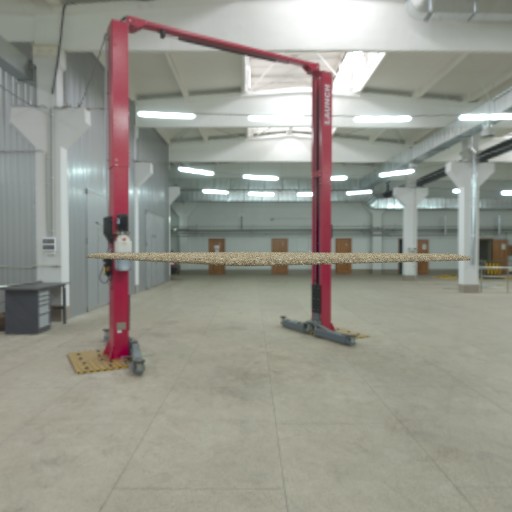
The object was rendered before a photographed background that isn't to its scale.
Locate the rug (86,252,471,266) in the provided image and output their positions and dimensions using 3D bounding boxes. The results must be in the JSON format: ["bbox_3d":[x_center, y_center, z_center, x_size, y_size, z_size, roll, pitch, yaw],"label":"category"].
[{"bbox_3d":[0.000,0.000,3.969,2.242,0.050,2.873,-1,1,-36],"label":"rug"}]
